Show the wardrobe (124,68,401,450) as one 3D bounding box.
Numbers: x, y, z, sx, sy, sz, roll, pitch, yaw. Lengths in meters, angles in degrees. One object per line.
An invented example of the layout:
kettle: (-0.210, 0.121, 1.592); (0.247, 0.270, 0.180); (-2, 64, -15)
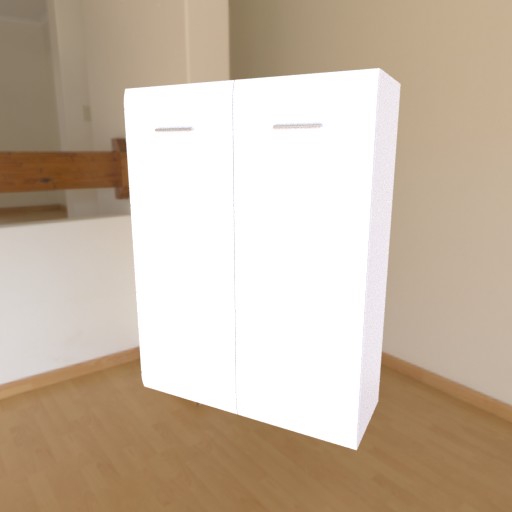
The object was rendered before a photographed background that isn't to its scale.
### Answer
wardrobe: (0.000, 0.000, 1.660); (0.900, 1.200, 0.360); (7, 15, 26)
